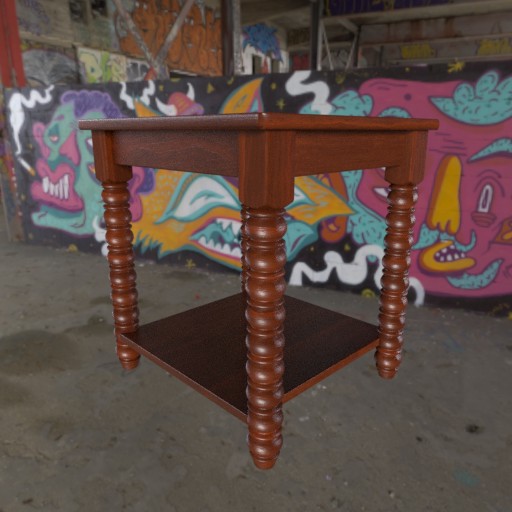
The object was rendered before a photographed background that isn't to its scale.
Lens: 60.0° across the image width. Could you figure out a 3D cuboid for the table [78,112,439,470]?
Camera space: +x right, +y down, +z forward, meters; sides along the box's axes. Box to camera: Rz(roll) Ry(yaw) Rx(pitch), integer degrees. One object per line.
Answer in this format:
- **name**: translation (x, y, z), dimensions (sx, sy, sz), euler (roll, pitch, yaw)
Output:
- **table**: translation (0.000, 0.000, 0.963), dimensions (0.500, 0.567, 0.533), euler (-15, 22, -42)
